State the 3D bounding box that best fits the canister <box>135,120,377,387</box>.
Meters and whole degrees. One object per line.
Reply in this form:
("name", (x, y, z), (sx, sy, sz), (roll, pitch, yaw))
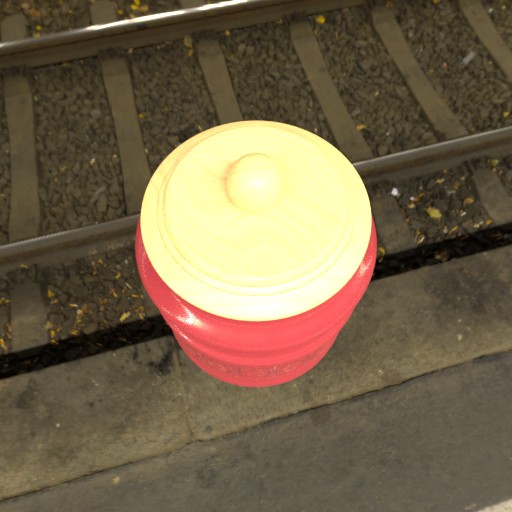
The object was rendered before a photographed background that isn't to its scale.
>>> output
("canister", (0.000, 0.000, 0.265), (0.130, 0.176, 0.130), (0, 64, 0))
